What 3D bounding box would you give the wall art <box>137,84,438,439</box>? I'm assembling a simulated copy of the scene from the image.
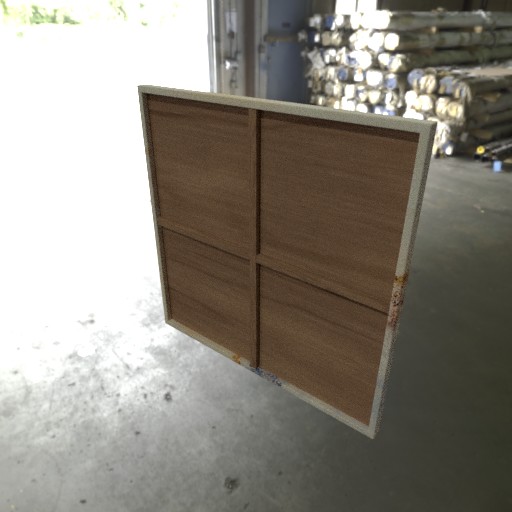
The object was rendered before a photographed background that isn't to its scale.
[{"bbox_3d":[0.000,0.000,1.318,0.889,0.889,0.038,21,35,33],"label":"wall art"}]
